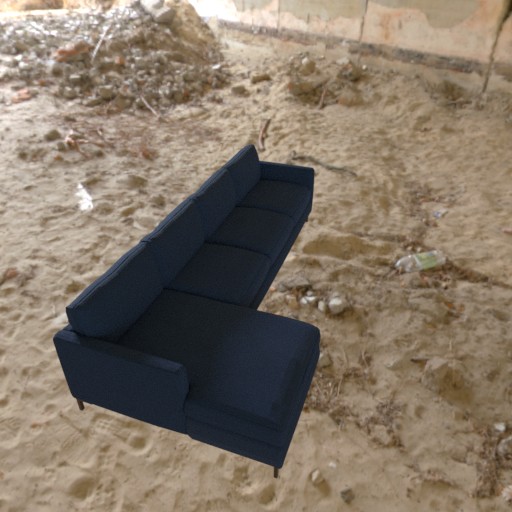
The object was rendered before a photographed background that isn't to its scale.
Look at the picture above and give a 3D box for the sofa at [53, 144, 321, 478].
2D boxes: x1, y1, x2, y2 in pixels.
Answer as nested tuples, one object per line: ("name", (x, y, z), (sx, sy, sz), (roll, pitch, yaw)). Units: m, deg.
("sofa", (0.000, 0.000, 2.886), (1.128, 0.679, 2.450), (11, 35, 16))
